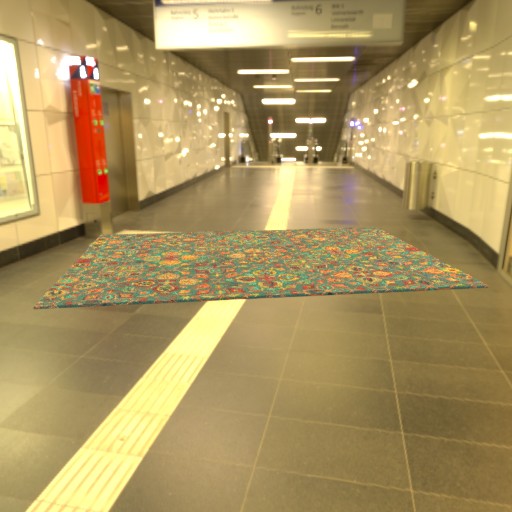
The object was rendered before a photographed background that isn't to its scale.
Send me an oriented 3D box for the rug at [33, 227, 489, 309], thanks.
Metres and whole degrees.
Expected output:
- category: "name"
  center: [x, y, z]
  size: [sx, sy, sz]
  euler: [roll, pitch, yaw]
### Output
- category: "rug"
  center: [0.000, 0.000, 2.926]
  size: [2.290, 0.016, 1.527]
  euler: [-2, 16, -7]
